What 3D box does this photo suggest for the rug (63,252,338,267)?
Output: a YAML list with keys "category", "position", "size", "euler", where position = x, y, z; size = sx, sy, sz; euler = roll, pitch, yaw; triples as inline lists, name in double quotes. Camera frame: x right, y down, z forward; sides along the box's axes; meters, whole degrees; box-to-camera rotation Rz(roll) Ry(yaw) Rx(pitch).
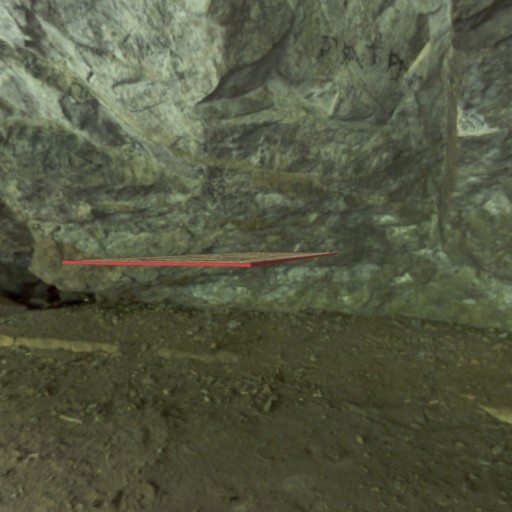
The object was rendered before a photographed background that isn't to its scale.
- category: "rug"
  position: [0.000, 0.000, 2.477]
  size: [0.659, 0.015, 2.292]
  euler: [0, 1, 17]
